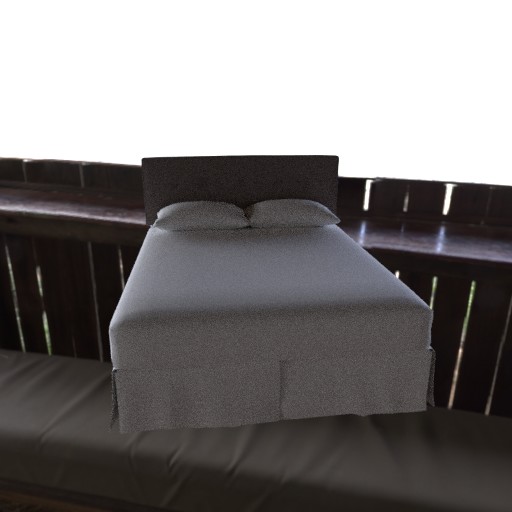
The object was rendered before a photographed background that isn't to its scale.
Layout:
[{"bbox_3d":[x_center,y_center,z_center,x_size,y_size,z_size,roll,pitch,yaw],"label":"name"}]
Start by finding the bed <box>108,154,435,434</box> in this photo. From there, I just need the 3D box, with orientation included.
[{"bbox_3d":[0.000,0.000,2.846,1.610,1.089,1.894,-2,19,-7],"label":"bed"}]
